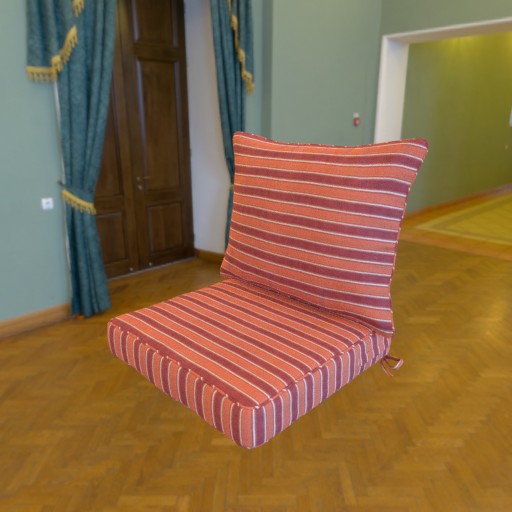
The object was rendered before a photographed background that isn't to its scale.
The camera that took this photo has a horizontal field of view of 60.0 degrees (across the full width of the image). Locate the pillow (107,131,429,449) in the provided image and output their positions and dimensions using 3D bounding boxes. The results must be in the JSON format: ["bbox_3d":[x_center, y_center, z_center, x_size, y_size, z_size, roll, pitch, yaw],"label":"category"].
[{"bbox_3d":[0.000,0.000,1.393,0.799,0.723,0.733,16,24,42],"label":"pillow"}]
